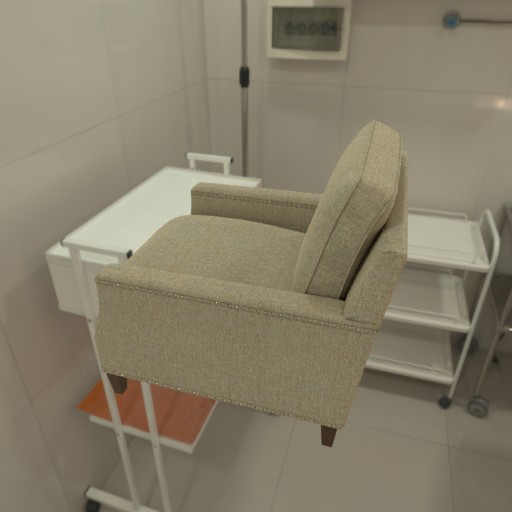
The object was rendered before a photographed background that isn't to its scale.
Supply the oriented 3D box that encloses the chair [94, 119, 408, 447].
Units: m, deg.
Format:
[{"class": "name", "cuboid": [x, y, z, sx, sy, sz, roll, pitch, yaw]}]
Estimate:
[{"class": "chair", "cuboid": [0.000, 0.000, 1.705, 1.014, 0.943, 0.853, 9, 32, 14]}]
